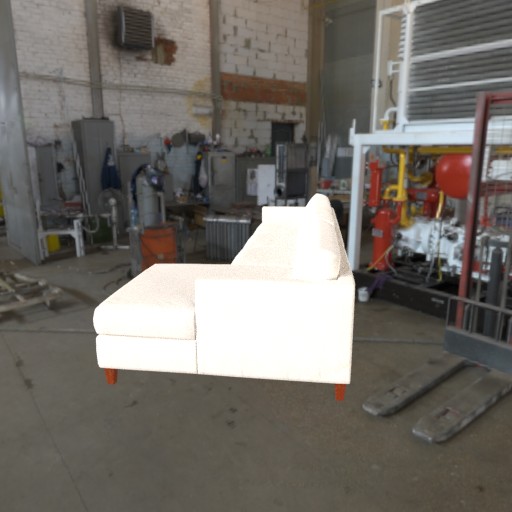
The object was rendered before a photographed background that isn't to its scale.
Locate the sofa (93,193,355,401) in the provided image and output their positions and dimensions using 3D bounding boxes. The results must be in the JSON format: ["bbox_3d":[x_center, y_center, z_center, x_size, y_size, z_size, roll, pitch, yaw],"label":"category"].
[{"bbox_3d":[0.000,0.000,4.292,1.606,0.954,3.471,2,14,7],"label":"sofa"}]
